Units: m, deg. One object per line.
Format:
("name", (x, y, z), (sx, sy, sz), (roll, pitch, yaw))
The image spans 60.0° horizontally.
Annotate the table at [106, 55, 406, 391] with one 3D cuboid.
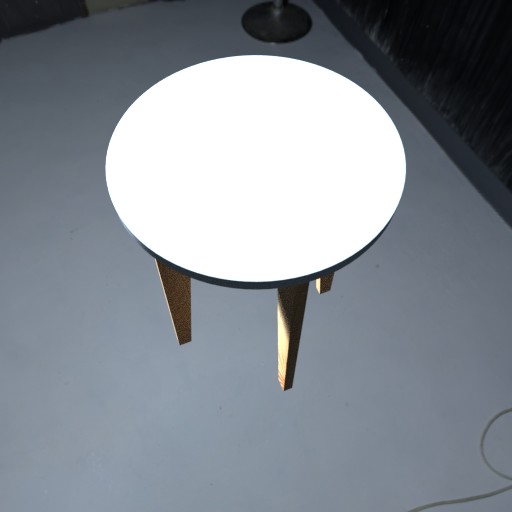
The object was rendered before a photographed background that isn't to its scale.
("table", (0.000, 0.000, 0.740), (0.350, 0.500, 0.350), (0, 60, 0))
